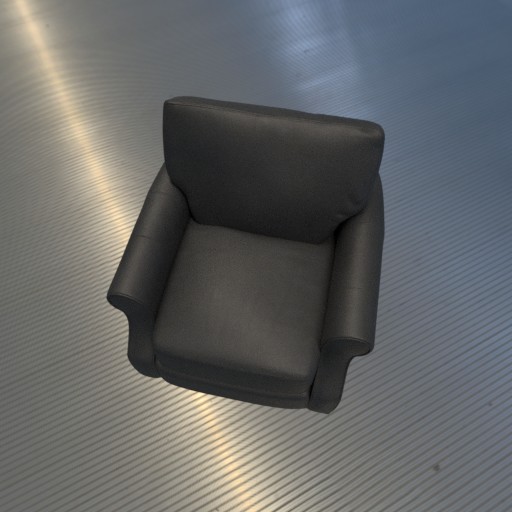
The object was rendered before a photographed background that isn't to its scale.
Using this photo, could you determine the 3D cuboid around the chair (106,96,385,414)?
[{"bbox_3d":[0.000,0.000,1.817,1.015,0.960,1.027,14,59,9],"label":"chair"}]
